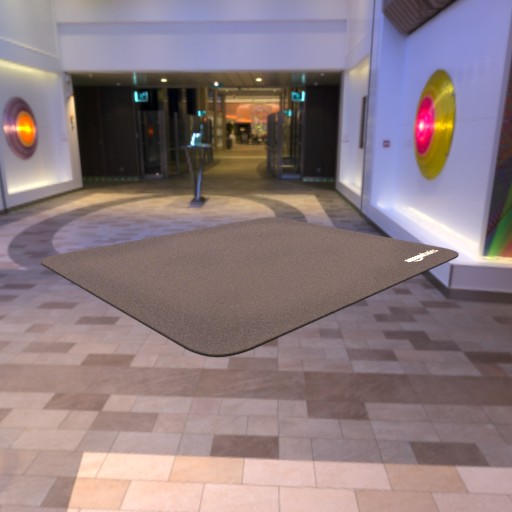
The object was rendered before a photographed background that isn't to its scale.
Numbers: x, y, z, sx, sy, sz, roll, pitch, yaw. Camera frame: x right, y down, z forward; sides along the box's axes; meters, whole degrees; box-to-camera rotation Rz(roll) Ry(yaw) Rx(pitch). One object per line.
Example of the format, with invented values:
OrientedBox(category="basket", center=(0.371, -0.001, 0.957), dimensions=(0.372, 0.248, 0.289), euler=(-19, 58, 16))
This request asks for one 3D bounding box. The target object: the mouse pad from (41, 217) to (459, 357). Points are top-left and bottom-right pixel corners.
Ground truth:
OrientedBox(category="mouse pad", center=(0.000, 0.000, 0.423), dimensions=(0.315, 0.002, 0.269), euler=(-14, 21, -42))
